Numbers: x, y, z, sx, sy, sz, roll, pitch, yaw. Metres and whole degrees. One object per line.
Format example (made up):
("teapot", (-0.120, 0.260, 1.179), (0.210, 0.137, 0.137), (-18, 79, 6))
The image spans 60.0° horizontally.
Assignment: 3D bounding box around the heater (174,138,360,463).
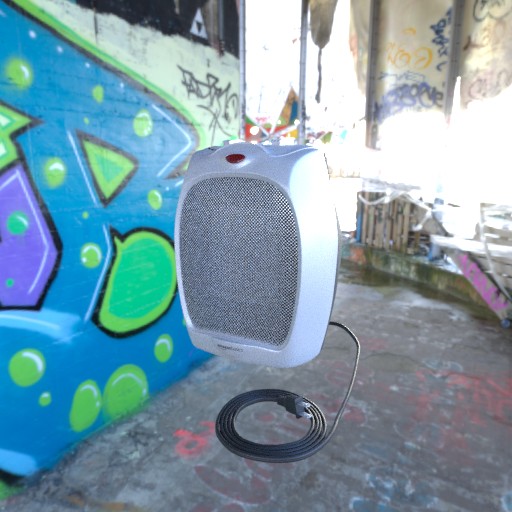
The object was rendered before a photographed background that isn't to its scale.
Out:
("heater", (0.000, 0.000, 0.461), (0.239, 0.240, 0.291), (7, 15, 28))
